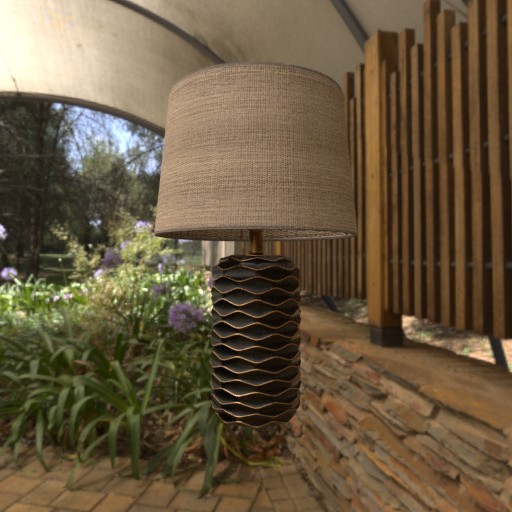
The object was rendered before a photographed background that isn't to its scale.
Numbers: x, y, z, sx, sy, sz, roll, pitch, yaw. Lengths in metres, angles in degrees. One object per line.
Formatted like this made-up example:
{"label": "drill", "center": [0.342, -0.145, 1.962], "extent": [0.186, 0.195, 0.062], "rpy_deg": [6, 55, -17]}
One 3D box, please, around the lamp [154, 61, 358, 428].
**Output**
{"label": "lamp", "center": [0.000, 0.000, 0.839], "extent": [0.376, 0.594, 0.376], "rpy_deg": [0, -1, 0]}
